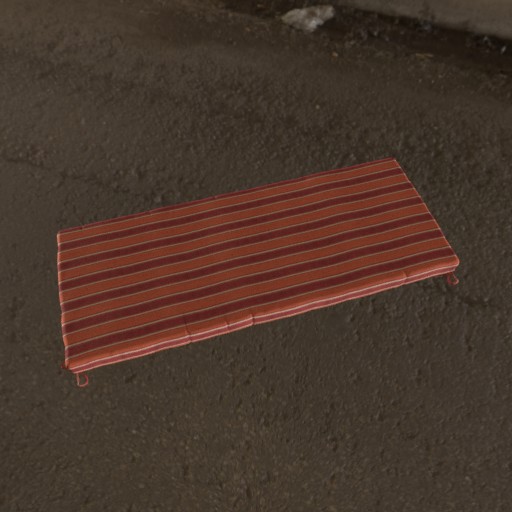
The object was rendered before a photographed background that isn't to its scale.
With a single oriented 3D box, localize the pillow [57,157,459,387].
[{"bbox_3d":[0.000,0.000,1.350,1.187,0.081,0.492,-14,58,-9],"label":"pillow"}]
